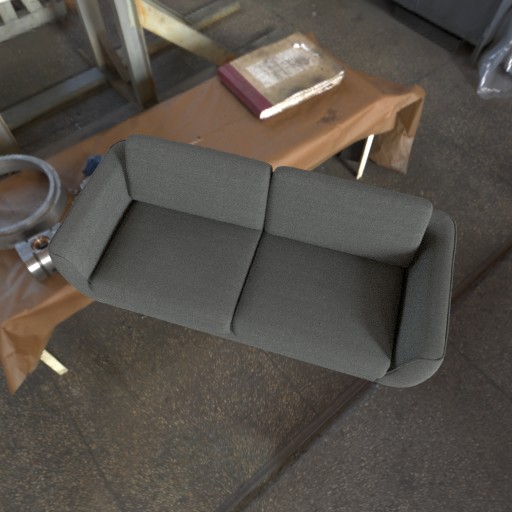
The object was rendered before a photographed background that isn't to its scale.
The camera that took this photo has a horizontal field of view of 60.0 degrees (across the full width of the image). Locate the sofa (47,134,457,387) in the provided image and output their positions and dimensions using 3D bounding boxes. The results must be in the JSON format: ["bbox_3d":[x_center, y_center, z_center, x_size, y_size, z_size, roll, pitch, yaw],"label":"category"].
[{"bbox_3d":[0.000,0.000,2.447,2.000,0.850,0.920,15,60,9],"label":"sofa"}]
